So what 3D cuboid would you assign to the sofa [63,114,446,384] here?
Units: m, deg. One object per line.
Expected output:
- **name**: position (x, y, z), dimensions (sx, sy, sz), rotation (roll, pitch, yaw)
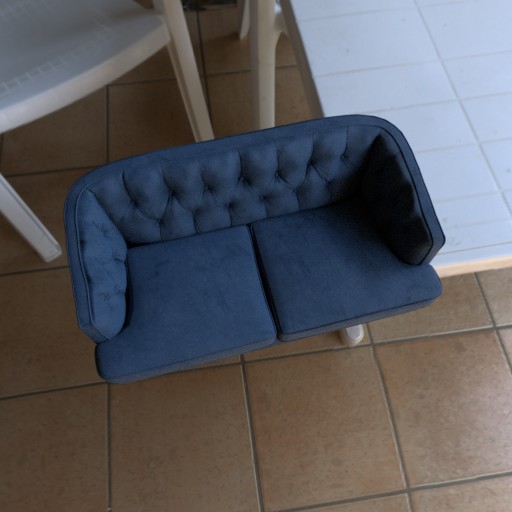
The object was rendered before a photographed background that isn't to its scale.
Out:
- **sofa**: position (0.000, 0.000, 2.330), dimensions (1.733, 0.854, 0.941), rotation (-13, 66, -6)
